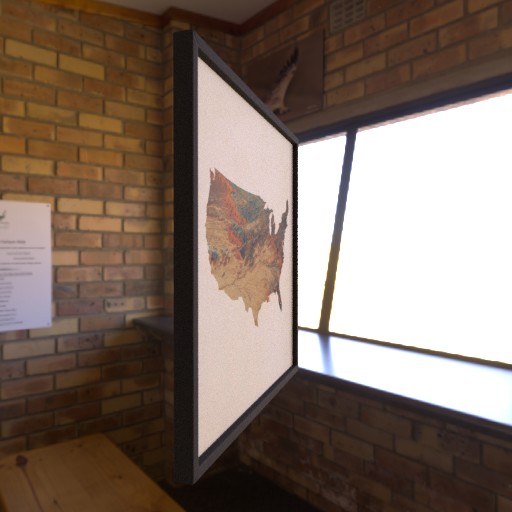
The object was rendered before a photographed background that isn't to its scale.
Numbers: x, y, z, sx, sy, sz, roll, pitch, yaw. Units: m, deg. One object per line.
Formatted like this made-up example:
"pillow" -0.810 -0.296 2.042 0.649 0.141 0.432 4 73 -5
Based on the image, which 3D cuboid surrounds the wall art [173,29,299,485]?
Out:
"wall art" 0.000 0.000 0.440 0.015 0.303 0.304 0 1 19
